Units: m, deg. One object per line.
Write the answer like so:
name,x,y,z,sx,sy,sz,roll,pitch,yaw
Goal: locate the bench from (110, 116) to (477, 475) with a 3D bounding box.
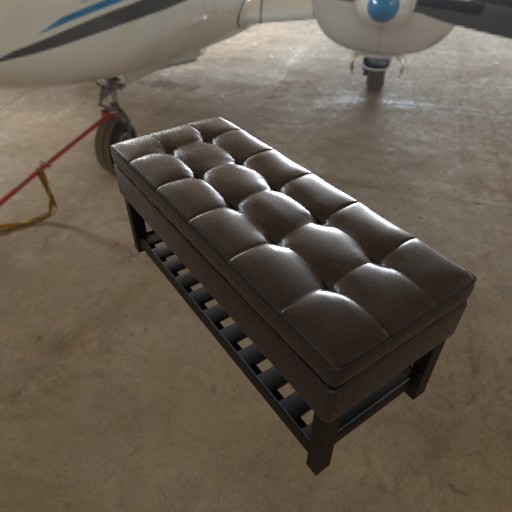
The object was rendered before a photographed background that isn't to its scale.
bench,0.000,0.000,1.350,0.432,0.460,1.105,-24,46,-26
